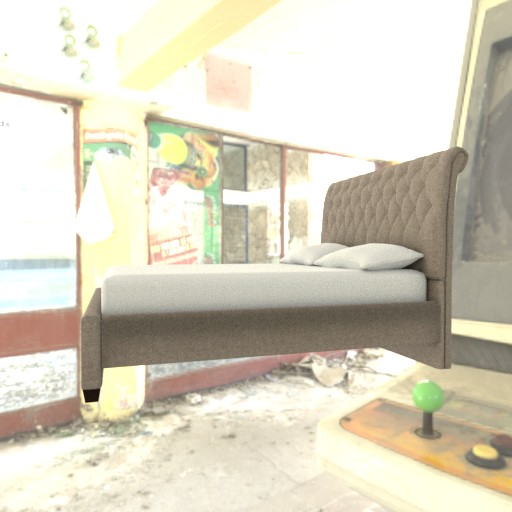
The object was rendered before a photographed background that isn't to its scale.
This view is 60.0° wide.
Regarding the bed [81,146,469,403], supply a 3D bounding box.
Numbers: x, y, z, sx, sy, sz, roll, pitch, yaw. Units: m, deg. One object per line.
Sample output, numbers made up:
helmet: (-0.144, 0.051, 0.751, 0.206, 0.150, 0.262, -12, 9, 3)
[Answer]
bed: (0.000, 0.000, 3.194, 2.252, 1.371, 1.645, 0, 1, -18)
